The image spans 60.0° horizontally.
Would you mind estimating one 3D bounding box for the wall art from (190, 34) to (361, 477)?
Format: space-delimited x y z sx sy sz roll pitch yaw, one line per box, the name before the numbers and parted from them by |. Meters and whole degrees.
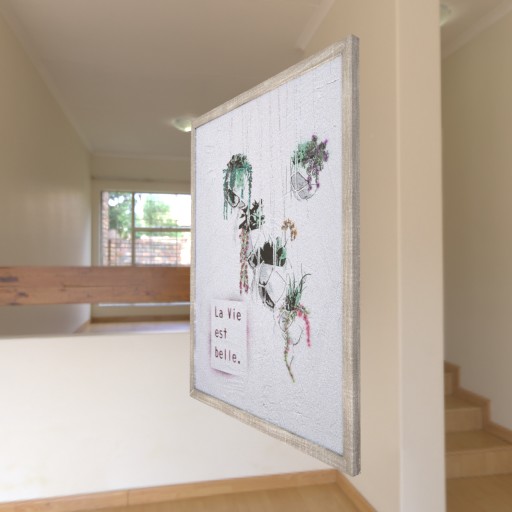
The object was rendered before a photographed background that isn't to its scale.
wall art | 0.000 0.000 1.343 0.035 1.022 0.781 1 -2 -37
